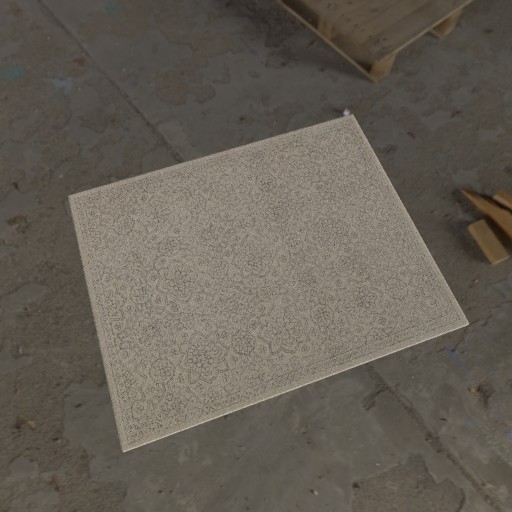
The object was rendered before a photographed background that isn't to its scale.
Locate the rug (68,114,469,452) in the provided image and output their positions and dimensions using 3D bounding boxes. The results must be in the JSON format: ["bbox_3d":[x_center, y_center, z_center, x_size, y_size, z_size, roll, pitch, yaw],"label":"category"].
[{"bbox_3d":[0.000,0.000,4.087,3.050,0.015,2.441,-18,68,-8],"label":"rug"}]
